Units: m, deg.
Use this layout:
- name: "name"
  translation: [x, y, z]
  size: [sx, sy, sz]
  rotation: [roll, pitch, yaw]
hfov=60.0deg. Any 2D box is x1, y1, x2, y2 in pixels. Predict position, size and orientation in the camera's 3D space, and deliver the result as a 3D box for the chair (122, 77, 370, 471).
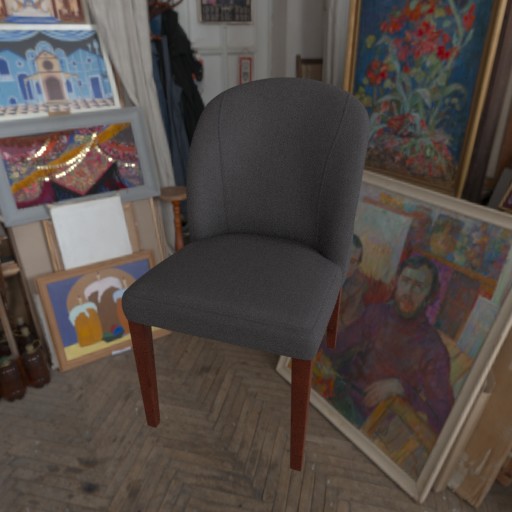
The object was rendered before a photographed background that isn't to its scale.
- name: "chair"
  translation: [0.000, 0.000, 1.231]
  size: [0.506, 0.879, 0.619]
  rotation: [9, 28, 17]
